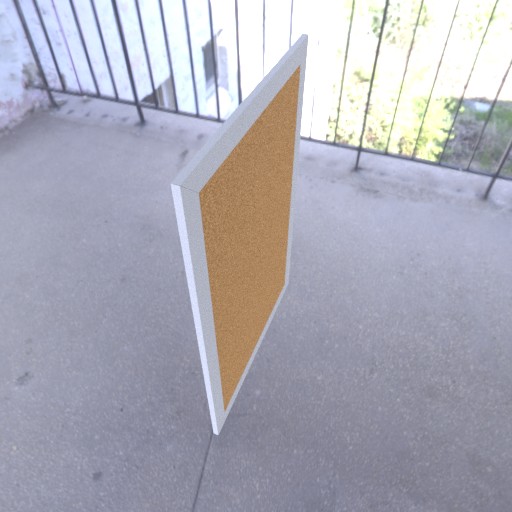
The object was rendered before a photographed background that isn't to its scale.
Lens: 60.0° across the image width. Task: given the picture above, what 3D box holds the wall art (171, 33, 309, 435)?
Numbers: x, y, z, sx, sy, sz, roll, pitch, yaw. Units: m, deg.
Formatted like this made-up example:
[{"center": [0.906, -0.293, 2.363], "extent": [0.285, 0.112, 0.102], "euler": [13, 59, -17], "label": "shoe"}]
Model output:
[{"center": [0.000, 0.000, 0.849], "extent": [0.011, 0.659, 0.454], "euler": [16, 49, 15], "label": "wall art"}]
